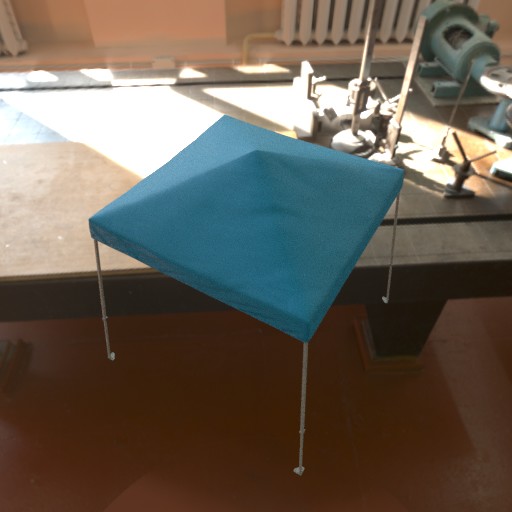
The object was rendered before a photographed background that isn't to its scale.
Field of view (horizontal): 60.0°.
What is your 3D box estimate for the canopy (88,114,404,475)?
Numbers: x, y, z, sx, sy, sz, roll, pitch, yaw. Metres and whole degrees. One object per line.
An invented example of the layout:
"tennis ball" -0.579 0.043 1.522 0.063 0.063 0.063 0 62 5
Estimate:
"canopy" 0.000 0.000 5.162 2.849 2.849 2.848 23 50 21
